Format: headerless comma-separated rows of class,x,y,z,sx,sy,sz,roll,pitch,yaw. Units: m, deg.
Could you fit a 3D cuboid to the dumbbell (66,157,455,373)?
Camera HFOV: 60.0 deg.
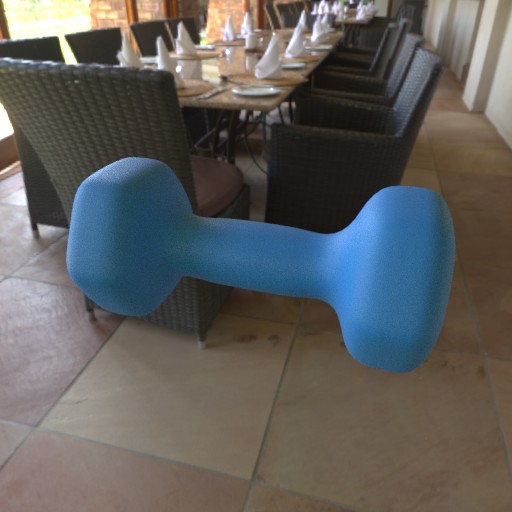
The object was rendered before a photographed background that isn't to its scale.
dumbbell,0.000,0.000,0.188,0.152,0.066,0.074,9,32,16
